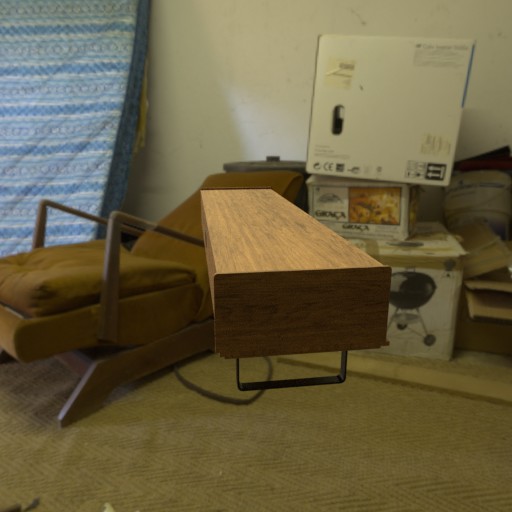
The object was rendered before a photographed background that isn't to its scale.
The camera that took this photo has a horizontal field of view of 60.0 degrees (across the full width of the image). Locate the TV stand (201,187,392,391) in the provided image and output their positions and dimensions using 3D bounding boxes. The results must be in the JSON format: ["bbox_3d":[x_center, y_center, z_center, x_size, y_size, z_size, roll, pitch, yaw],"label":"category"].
[{"bbox_3d":[0.000,0.000,2.015,0.467,0.415,1.796,-2,15,-8],"label":"TV stand"}]
